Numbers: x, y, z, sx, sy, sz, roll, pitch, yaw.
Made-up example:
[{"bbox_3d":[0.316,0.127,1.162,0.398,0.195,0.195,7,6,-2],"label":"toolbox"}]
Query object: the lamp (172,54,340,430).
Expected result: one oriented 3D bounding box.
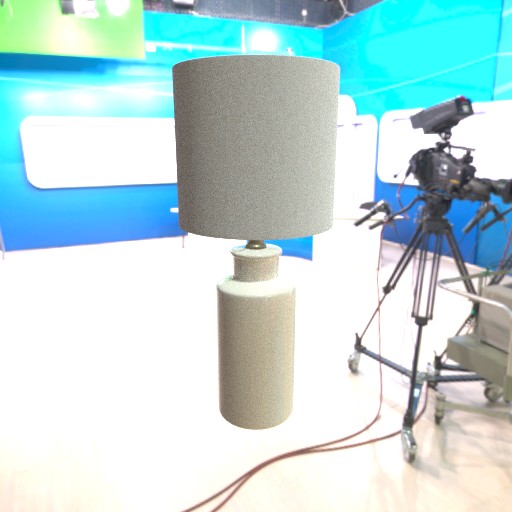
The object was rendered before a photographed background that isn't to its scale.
[{"bbox_3d":[0.000,0.000,0.629,0.212,0.493,0.212,7,16,26],"label":"lamp"}]
